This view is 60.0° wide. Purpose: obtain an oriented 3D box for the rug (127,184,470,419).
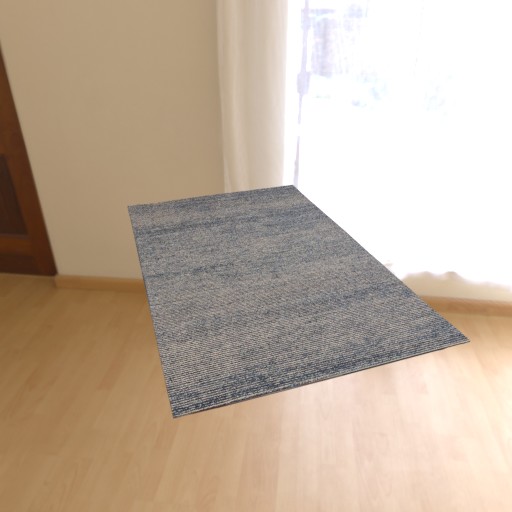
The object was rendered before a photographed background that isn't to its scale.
[{"bbox_3d":[0.000,0.000,2.293,1.159,0.025,1.793,-9,31,-16],"label":"rug"}]
